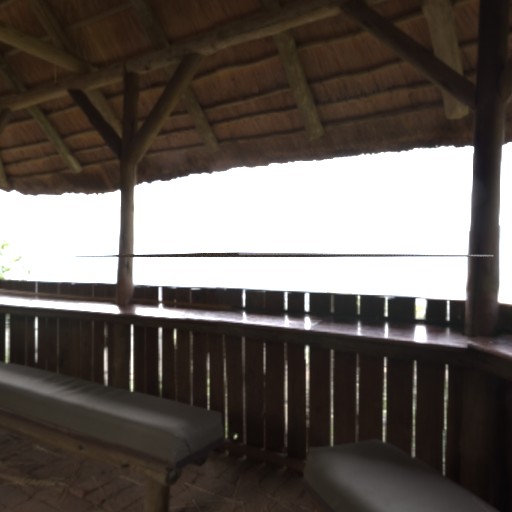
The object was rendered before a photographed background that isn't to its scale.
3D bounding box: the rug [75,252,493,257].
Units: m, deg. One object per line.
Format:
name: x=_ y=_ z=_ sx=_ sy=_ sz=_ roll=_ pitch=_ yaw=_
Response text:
rug: x=0.000 y=0.000 z=4.020 sx=2.410 sy=0.021 sz=3.055 roll=0 pitch=-1 yaw=-36
